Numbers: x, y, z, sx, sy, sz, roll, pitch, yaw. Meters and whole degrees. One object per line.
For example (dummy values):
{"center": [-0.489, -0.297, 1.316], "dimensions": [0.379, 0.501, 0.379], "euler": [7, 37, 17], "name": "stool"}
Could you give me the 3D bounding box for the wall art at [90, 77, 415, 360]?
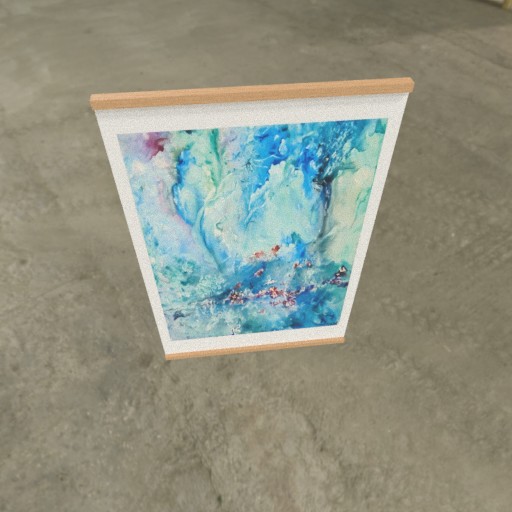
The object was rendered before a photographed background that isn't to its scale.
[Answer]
{"center": [0.000, 0.000, 0.774], "dimensions": [0.401, 0.611, 0.016], "euler": [-5, 47, -4], "name": "wall art"}
